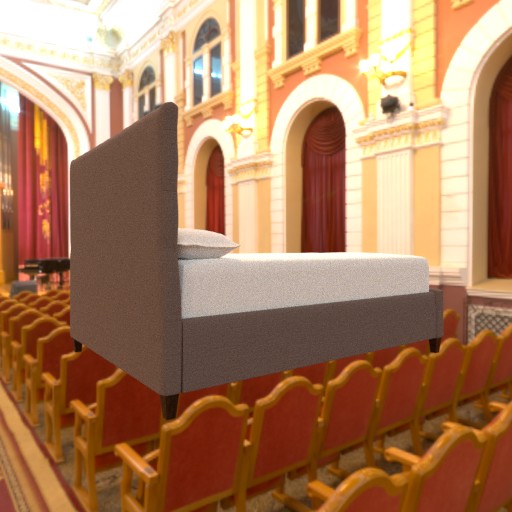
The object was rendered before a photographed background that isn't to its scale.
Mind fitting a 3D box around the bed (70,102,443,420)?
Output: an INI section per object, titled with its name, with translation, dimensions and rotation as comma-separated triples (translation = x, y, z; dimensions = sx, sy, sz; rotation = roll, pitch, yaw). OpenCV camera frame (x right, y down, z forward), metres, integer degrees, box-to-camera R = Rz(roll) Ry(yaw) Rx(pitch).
[bed]
translation = 0.000, 0.000, 3.279
dimensions = 2.233, 1.426, 1.696
rotation = -1, 1, -36
